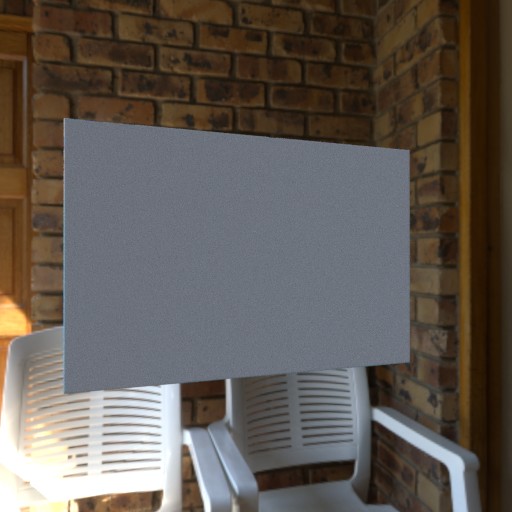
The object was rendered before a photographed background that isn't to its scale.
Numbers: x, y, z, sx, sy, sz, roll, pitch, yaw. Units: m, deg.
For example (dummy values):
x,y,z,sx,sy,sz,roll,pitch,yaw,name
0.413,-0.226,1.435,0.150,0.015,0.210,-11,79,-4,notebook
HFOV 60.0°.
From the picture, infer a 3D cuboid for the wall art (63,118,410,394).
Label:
x,y,z,sx,sy,sz,roll,pitch,yaw,name
0.000,0.000,1.124,0.894,0.595,0.057,0,0,-19,wall art
